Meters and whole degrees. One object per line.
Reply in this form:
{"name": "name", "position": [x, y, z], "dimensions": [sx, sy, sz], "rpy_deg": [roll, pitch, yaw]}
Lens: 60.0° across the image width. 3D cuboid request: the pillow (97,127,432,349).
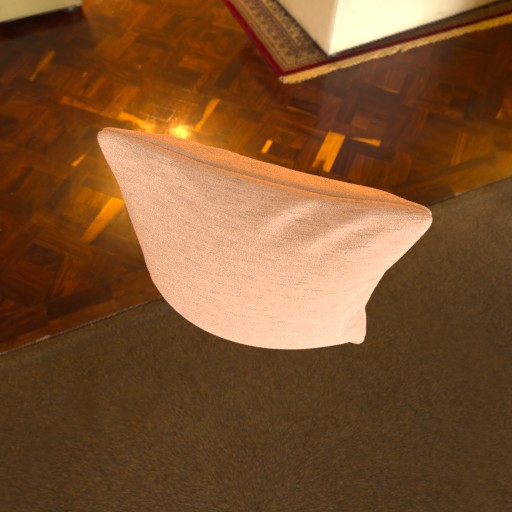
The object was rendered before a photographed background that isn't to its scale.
{"name": "pillow", "position": [0.000, 0.000, 0.709], "dimensions": [0.432, 0.415, 0.246], "rpy_deg": [16, 61, 9]}
